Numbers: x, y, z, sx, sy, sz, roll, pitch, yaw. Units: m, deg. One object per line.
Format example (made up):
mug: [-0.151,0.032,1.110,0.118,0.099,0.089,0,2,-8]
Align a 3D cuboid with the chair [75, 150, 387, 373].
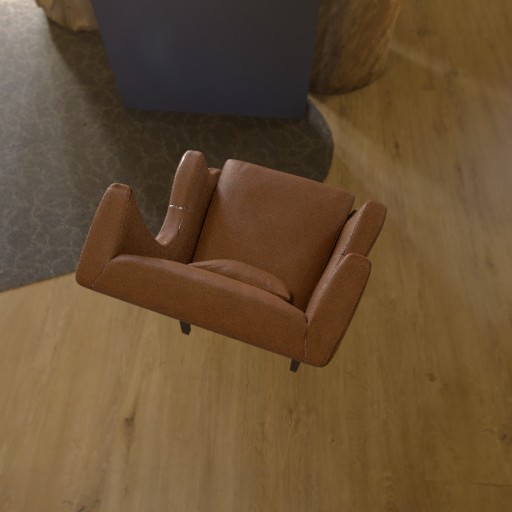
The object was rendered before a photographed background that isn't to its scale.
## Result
chair: [0.000,0.000,1.700,0.852,1.016,0.925,17,63,9]
